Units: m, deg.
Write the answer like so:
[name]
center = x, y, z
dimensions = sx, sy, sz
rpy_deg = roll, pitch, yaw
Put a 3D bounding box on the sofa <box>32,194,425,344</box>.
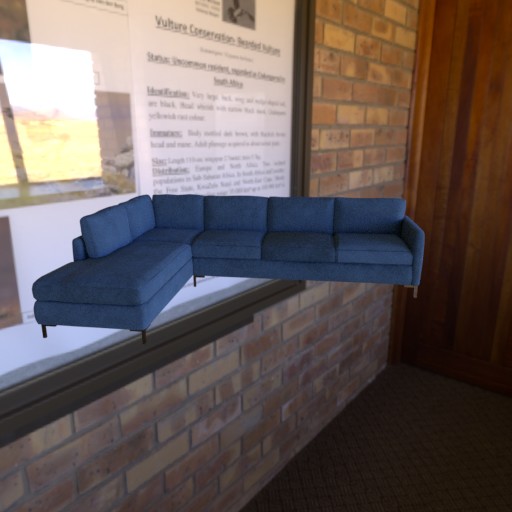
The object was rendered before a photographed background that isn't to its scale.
[sofa]
center = 0.000, 0.000, 3.854
dimensions = 2.949, 0.815, 2.007
rpy_deg = 2, 16, 7
